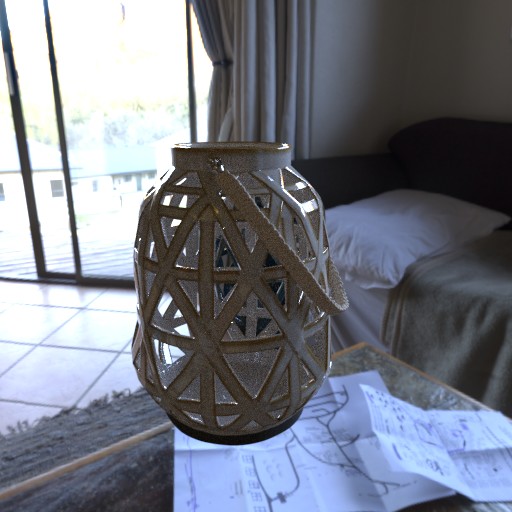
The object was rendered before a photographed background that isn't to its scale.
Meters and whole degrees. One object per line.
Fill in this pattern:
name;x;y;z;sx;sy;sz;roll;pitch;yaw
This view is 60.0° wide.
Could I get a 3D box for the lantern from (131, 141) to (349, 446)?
lantern;0.000;0.000;0.605;0.245;0.307;0.439;3;18;10
